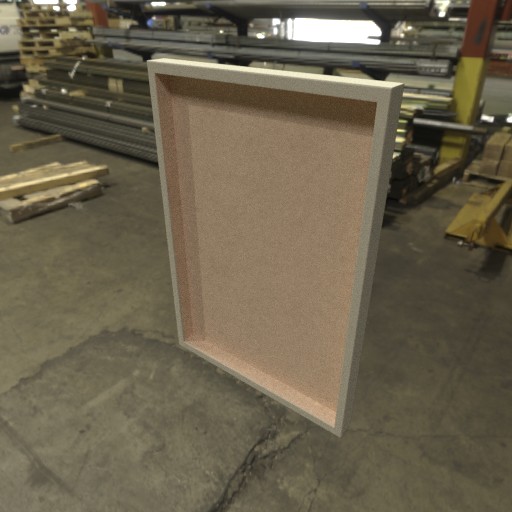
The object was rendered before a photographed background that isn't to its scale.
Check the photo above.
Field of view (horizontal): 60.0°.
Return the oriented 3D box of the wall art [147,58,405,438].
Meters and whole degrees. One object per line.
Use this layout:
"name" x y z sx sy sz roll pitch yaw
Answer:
"wall art" 0.000 0.000 0.780 0.418 0.608 0.038 21 36 31
